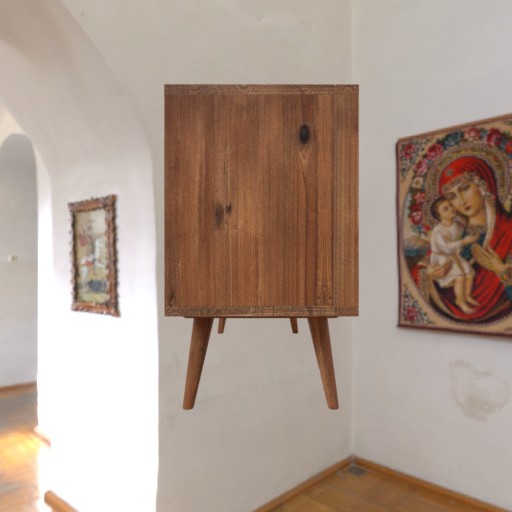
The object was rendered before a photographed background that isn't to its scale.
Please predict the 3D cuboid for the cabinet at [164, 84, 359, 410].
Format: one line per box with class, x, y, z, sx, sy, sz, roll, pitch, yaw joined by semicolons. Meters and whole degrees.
cabinet;0.000;0.000;1.723;0.472;0.800;1.400;0;0;0
